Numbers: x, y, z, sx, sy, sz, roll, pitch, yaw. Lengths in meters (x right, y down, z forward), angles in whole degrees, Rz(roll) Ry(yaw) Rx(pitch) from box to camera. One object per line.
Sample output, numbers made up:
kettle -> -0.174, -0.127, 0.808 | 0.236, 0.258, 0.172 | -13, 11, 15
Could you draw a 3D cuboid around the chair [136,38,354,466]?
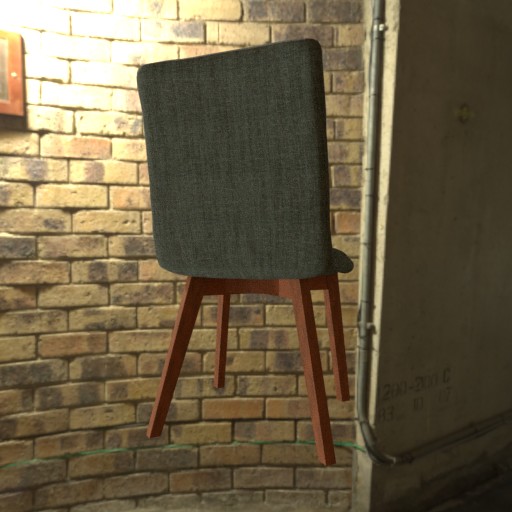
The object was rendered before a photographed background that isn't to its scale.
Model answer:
chair -> 0.000, 0.000, 1.286 | 0.522, 0.974, 0.563 | 1, 2, 18
